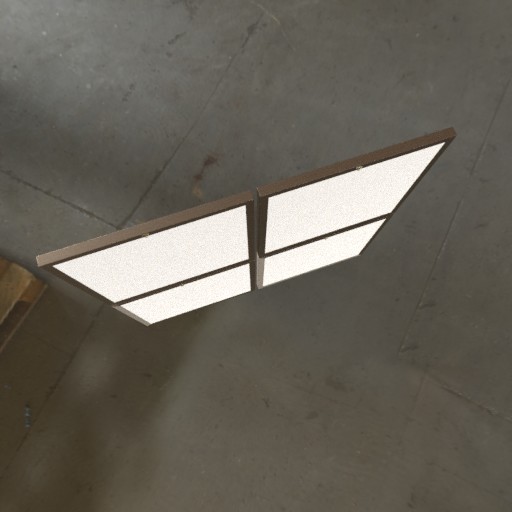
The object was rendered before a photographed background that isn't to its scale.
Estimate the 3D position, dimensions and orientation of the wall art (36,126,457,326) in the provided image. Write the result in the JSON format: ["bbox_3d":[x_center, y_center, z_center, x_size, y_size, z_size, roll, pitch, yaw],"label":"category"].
[{"bbox_3d":[0.000,0.000,1.532,1.032,1.032,0.030,-18,75,-5],"label":"wall art"}]
